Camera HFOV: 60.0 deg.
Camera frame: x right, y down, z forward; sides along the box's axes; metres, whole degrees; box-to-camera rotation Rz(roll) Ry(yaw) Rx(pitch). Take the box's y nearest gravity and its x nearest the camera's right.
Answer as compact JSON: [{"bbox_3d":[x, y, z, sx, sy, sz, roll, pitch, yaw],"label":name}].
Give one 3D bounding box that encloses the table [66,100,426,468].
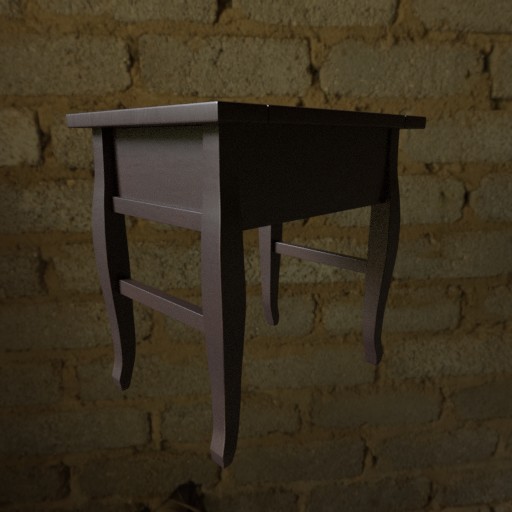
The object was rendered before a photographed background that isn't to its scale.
[{"bbox_3d":[0.000,0.000,0.999,0.460,0.605,0.602,14,20,43],"label":"table"}]
